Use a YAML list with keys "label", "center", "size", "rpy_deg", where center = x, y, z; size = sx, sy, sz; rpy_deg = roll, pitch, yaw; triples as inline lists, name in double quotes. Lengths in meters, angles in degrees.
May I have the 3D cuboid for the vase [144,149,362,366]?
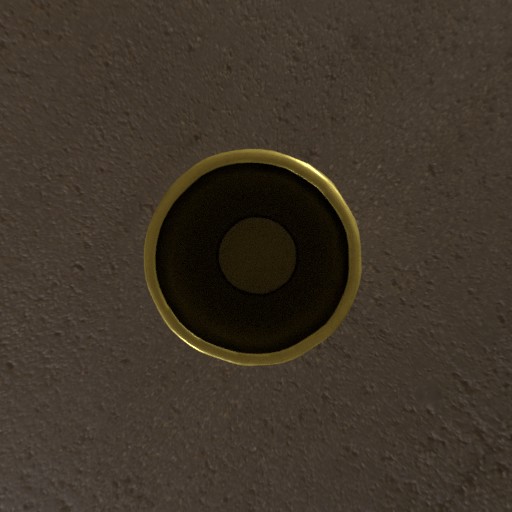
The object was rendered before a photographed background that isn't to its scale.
- label: "vase"
  center: [0.000, 0.000, 0.176]
  size: [0.061, 0.143, 0.061]
  rpy_deg: [0, 90, 1]
